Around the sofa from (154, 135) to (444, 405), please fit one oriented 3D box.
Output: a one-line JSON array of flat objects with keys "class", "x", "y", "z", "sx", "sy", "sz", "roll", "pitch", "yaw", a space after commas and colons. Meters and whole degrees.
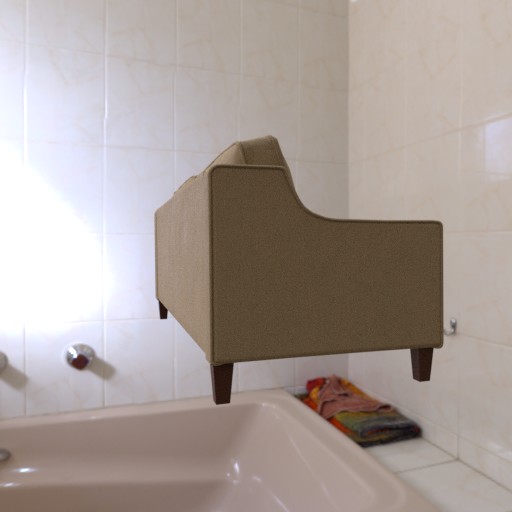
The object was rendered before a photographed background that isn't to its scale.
[{"class": "sofa", "x": 0.000, "y": 0.000, "z": 2.804, "sx": 1.066, "sy": 1.071, "sz": 2.178, "roll": 0, "pitch": 1, "yaw": -18}]
